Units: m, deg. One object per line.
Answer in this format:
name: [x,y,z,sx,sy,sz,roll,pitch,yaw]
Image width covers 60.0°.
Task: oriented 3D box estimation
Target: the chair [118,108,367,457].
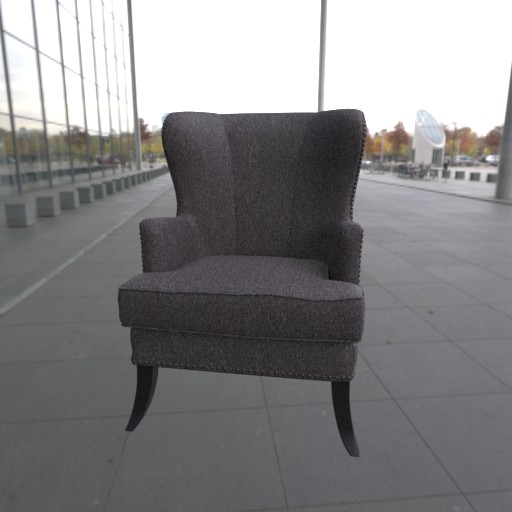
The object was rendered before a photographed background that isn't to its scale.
chair: [0.000,0.000,1.621,0.759,1.060,0.758,2,13,10]
